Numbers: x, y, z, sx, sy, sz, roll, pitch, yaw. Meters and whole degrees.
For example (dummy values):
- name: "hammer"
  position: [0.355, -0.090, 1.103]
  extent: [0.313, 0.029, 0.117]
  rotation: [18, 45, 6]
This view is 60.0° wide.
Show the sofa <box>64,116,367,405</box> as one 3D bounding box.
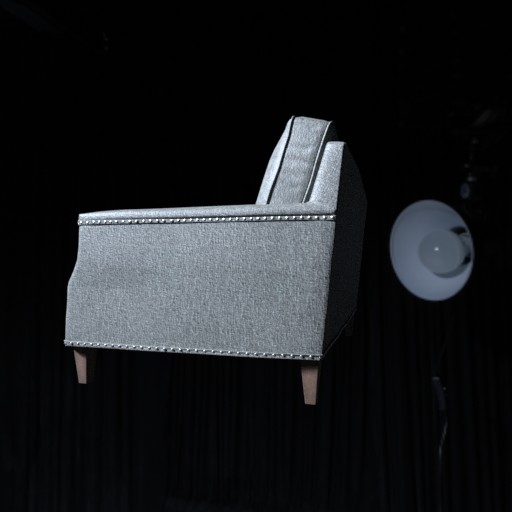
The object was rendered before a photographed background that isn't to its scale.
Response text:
- name: "sofa"
  position: [0.000, 0.000, 2.294]
  extent: [1.084, 1.003, 1.597]
  rotation: [0, -1, 17]
